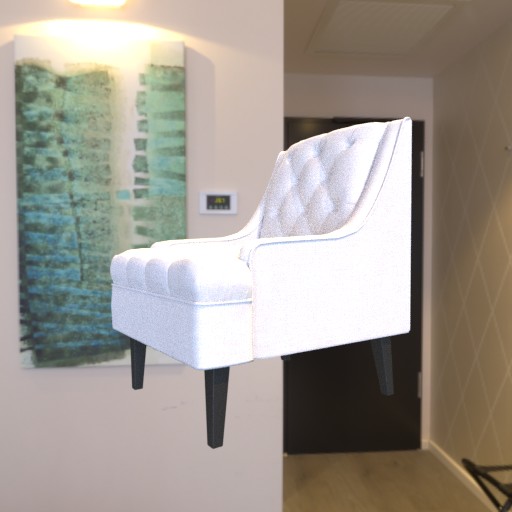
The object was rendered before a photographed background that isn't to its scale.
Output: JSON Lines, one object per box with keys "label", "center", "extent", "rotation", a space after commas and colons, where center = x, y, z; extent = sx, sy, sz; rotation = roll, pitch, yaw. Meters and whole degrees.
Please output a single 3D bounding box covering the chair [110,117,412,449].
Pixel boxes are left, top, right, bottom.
{"label": "chair", "center": [0.000, 0.000, 1.439], "extent": [0.772, 0.891, 0.658], "rotation": [-1, 2, -35]}
